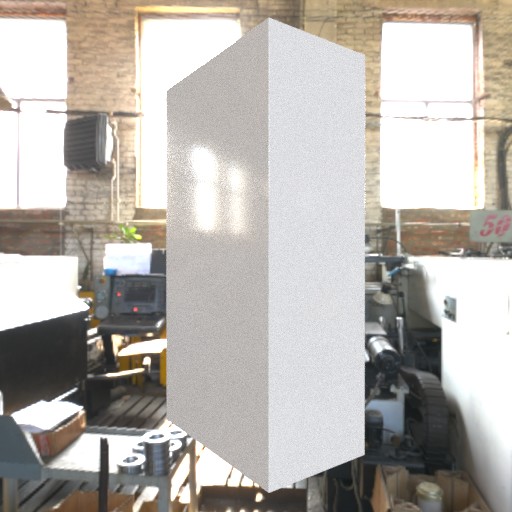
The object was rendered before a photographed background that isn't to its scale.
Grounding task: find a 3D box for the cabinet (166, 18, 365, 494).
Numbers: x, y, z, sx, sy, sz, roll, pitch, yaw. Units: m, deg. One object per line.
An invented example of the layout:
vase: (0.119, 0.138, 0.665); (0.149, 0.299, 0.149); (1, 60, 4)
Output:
cabinet: (0.000, 0.000, 2.350); (0.580, 1.920, 0.980); (0, 1, -36)
